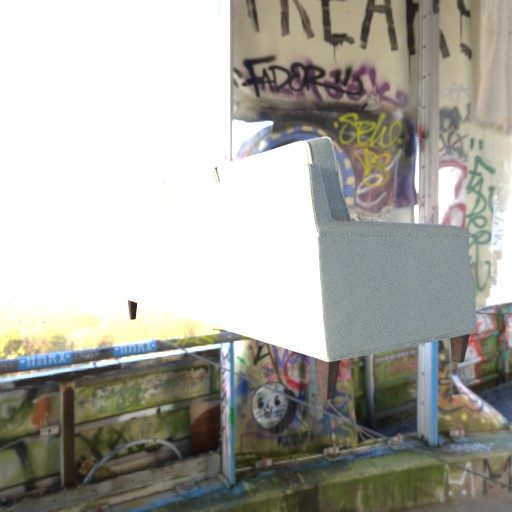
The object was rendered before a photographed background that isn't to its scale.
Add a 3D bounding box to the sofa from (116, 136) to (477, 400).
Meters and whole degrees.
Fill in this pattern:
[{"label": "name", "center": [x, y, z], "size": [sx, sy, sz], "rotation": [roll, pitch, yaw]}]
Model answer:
[{"label": "sofa", "center": [0.000, 0.000, 2.741], "size": [1.084, 1.003, 2.246], "rotation": [-1, 2, -35]}]
